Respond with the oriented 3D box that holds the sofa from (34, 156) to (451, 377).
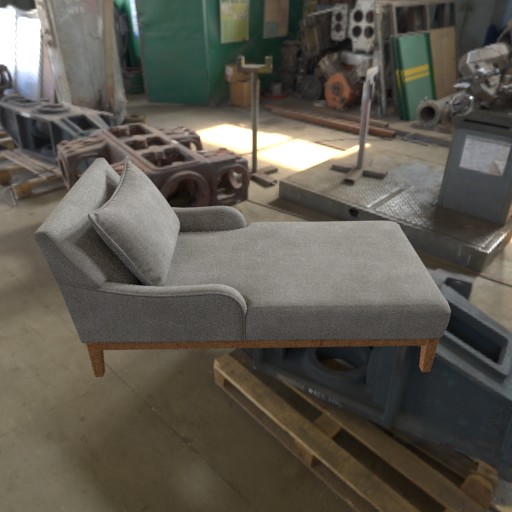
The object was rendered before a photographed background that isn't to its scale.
[{"bbox_3d":[0.000,0.000,2.339,1.779,0.859,0.894,-1,32,-1],"label":"sofa"}]
